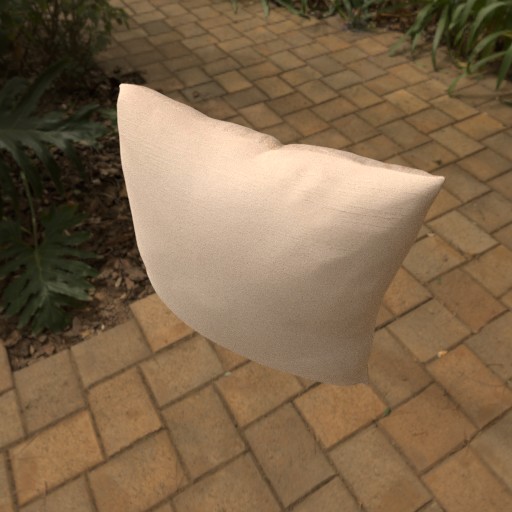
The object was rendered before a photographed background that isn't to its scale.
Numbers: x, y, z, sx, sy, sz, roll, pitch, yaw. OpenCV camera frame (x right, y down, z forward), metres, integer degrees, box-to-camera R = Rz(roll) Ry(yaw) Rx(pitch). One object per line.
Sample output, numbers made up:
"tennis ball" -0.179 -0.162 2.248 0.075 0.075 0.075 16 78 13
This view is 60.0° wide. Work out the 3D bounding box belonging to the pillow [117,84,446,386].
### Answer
"pillow" 0.000 0.000 0.691 0.450 0.448 0.245 23 51 20
